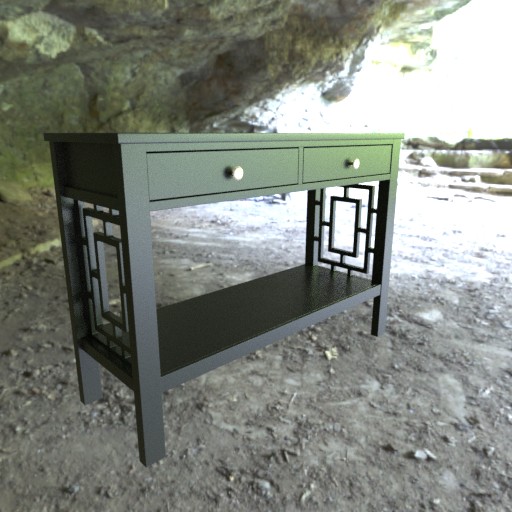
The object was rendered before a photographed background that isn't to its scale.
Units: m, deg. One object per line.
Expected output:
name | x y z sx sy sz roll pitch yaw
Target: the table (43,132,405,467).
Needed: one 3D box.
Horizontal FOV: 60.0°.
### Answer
table | 0.000 0.000 1.407 1.068 0.753 0.397 -14 21 -42
